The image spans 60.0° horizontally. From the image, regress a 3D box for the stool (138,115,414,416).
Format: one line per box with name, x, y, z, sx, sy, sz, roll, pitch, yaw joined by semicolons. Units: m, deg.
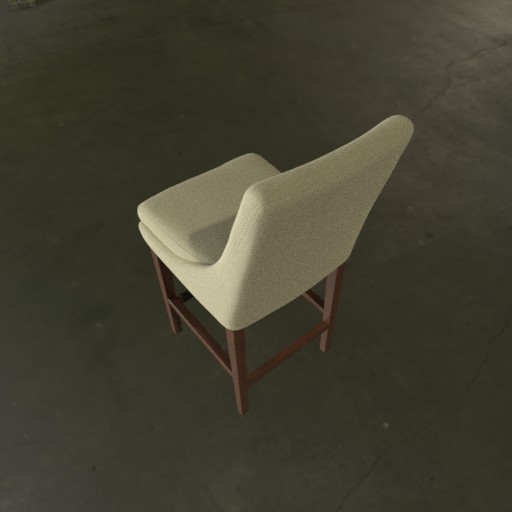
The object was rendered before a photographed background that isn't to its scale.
stool;0.000;0.000;1.308;0.470;0.981;0.577;-30;54;-25
